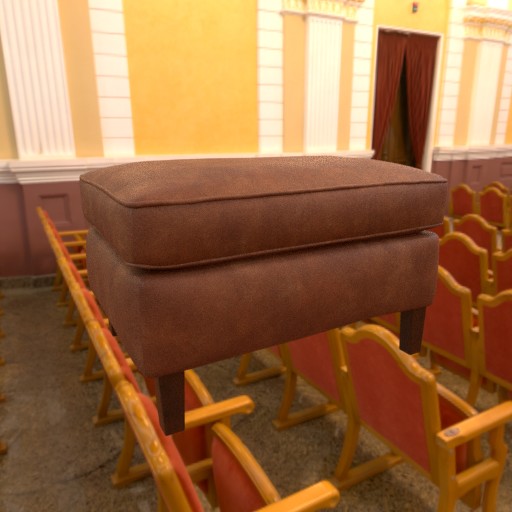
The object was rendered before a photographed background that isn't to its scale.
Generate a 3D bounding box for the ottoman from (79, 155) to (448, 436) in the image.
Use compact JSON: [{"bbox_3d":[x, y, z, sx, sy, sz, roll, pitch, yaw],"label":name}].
[{"bbox_3d":[0.000,0.000,0.979,0.665,0.418,0.501,-9,18,-27],"label":"ottoman"}]
